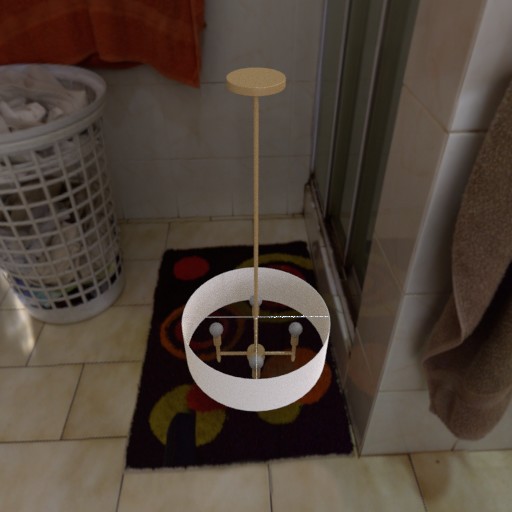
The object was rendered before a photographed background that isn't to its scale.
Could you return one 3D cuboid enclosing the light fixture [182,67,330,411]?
[{"bbox_3d":[0.000,0.000,1.352,0.508,1.067,0.508,0,40,0],"label":"light fixture"}]
